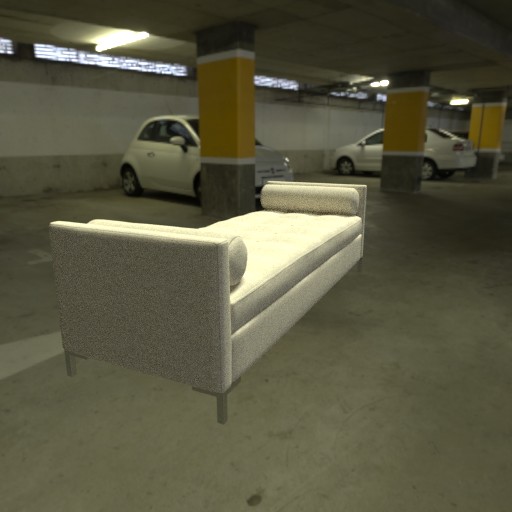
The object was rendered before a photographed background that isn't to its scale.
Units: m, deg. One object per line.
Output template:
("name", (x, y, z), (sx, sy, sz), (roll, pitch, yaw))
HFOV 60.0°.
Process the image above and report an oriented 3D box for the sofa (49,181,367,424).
("sofa", (0.000, 0.000, 2.517), (0.797, 0.655, 2.102), (7, 16, 25))
